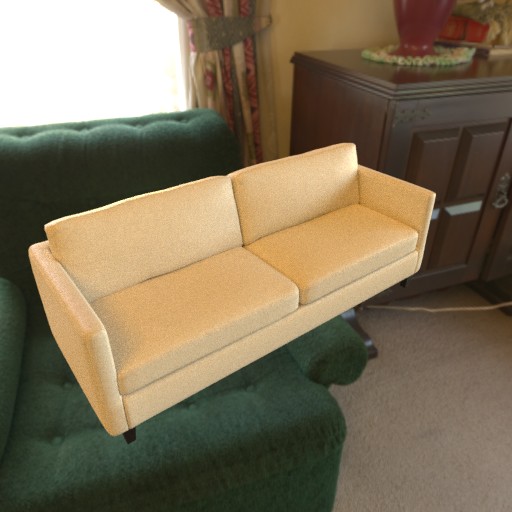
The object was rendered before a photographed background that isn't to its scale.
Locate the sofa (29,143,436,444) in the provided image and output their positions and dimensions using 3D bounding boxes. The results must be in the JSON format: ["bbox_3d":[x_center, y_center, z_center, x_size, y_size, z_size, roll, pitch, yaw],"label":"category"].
[{"bbox_3d":[0.000,0.000,2.839,2.434,0.965,0.948,-22,37,-31],"label":"sofa"}]
